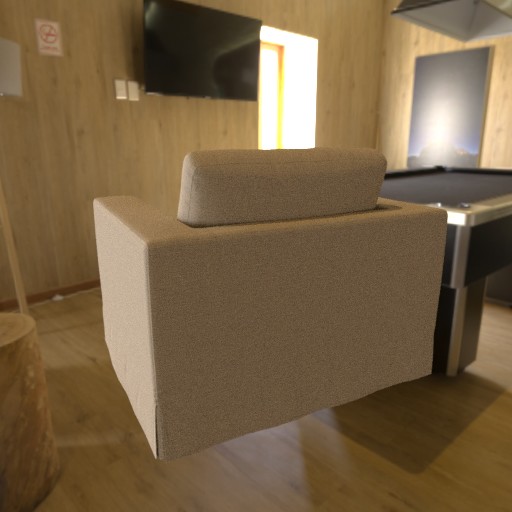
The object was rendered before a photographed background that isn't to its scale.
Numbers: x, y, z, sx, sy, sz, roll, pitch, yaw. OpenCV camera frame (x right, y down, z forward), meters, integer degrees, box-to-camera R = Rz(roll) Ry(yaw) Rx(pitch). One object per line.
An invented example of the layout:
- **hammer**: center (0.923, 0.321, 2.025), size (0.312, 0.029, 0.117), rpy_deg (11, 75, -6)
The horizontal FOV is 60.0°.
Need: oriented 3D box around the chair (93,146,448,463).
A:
- **chair**: center (0.000, 0.000, 1.816), size (1.150, 0.878, 0.957), rpy_deg (-8, 17, -26)
